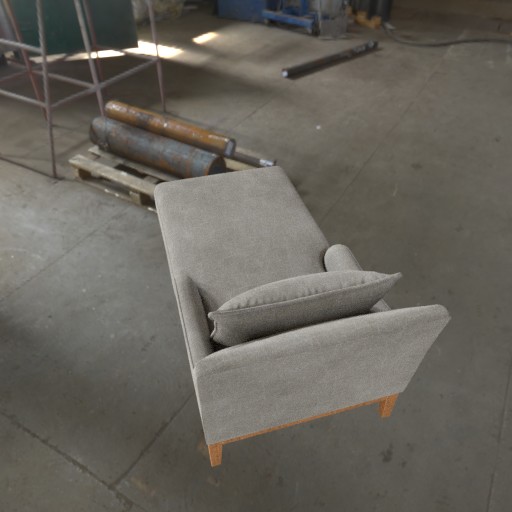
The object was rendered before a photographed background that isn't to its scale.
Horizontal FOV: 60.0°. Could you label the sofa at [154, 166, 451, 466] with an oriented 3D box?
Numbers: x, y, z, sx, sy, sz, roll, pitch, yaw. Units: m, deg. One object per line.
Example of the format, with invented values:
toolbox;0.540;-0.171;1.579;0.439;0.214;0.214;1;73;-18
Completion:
sofa;0.000;0.000;2.299;0.894;0.859;1.779;-11;43;-12
